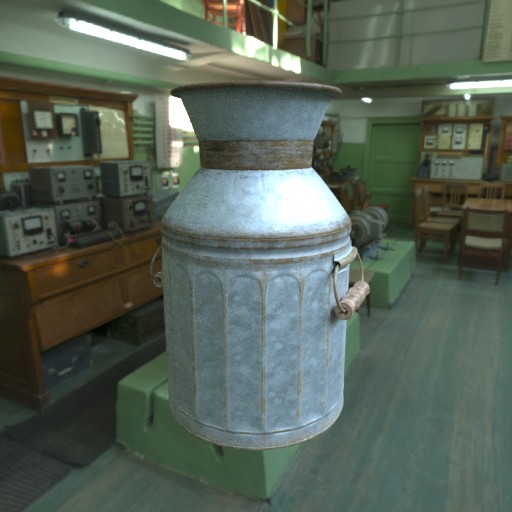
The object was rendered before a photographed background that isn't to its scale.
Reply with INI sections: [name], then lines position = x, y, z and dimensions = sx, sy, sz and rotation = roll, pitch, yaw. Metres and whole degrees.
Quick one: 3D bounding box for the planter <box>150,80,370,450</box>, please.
[planter]
position = 0.000, 0.000, 0.510
dimensions = 0.248, 0.358, 0.215
rotation = 7, 16, 25
